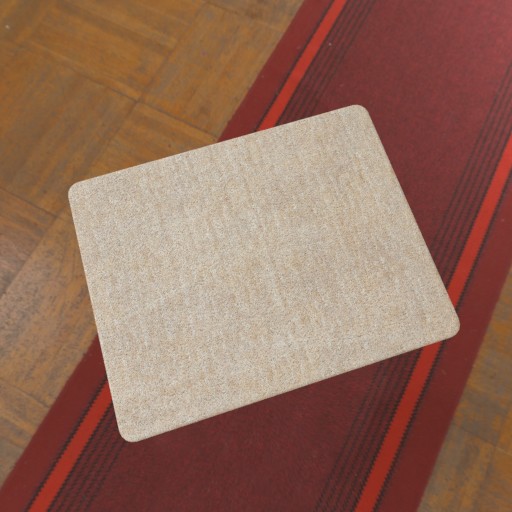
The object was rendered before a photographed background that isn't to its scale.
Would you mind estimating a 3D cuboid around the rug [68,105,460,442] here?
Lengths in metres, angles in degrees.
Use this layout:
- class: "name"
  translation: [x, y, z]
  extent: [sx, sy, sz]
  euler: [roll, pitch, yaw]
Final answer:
- class: "rug"
  translation: [0.000, 0.000, 3.364]
  extent: [2.528, 0.048, 2.009]
  euler: [-17, 75, -5]
